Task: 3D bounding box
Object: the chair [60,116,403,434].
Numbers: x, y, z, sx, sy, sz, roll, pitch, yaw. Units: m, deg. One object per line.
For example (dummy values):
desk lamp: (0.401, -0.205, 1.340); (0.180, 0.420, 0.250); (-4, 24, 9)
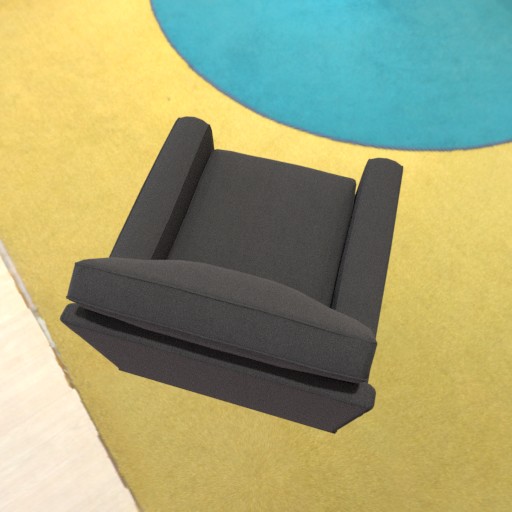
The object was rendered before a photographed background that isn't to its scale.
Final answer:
chair: (0.000, 0.000, 1.792); (0.997, 0.913, 1.043); (14, 64, 7)
